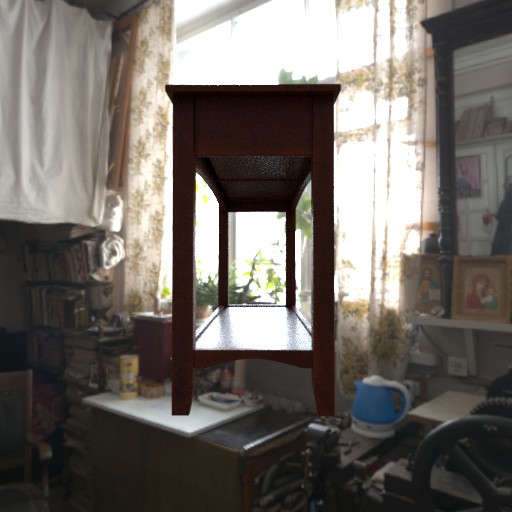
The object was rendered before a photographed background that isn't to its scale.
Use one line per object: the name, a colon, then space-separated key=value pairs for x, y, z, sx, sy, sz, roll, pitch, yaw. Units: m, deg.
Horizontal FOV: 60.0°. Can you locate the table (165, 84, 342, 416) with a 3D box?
table: x=0.000 y=0.000 z=1.564 sx=0.392 sy=0.739 sz=1.188 roll=0 pitch=-1 yaw=1
